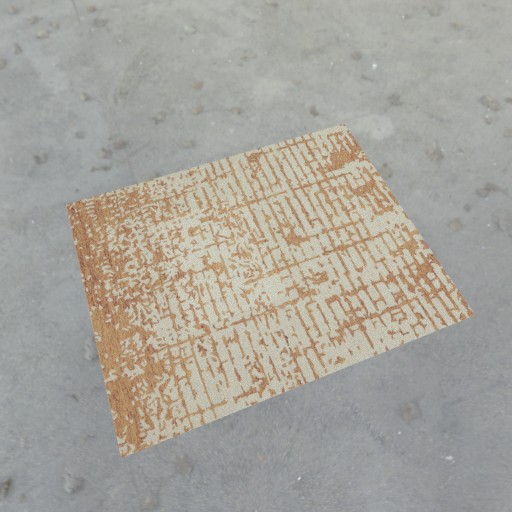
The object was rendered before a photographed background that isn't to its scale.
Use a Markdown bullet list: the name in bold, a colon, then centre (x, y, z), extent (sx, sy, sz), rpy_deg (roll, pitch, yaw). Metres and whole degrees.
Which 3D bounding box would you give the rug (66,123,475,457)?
- **rug**: centre (0.000, 0.000, 4.060), extent (3.050, 0.011, 2.441), rpy_deg (-19, 62, -10)
